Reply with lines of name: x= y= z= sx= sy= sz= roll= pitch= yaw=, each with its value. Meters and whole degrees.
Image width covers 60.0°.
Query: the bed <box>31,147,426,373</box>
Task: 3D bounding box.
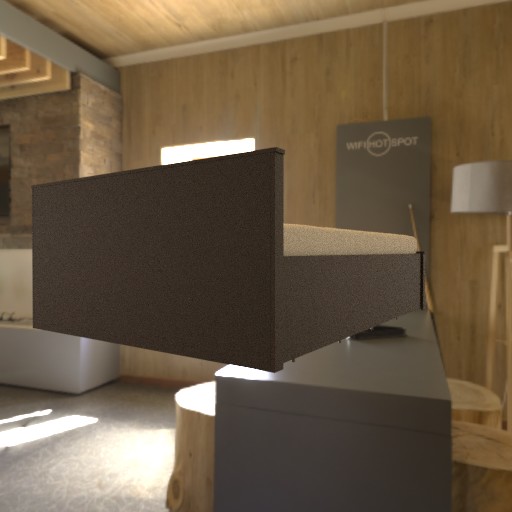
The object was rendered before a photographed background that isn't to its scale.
bed: x=0.000 y=0.000 z=2.909 sx=1.634 sy=0.808 sz=2.103 roll=0 pitch=1 yaw=35
